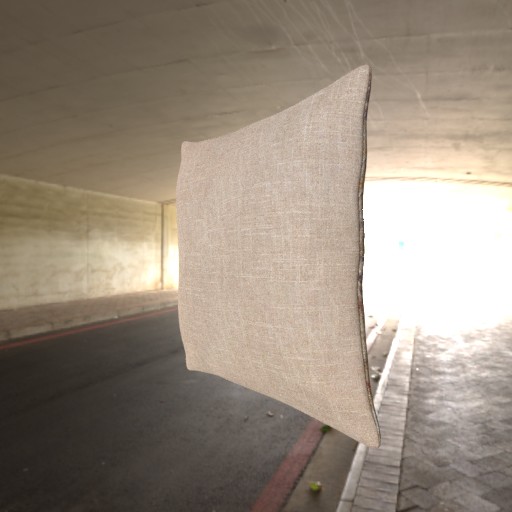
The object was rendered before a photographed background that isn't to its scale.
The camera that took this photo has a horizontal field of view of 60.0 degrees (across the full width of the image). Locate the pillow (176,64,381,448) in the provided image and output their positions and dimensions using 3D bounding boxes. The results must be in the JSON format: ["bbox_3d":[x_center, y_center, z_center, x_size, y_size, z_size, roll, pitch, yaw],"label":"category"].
[{"bbox_3d":[0.000,0.000,0.784,0.166,0.506,0.523,0,0,-37],"label":"pillow"}]
